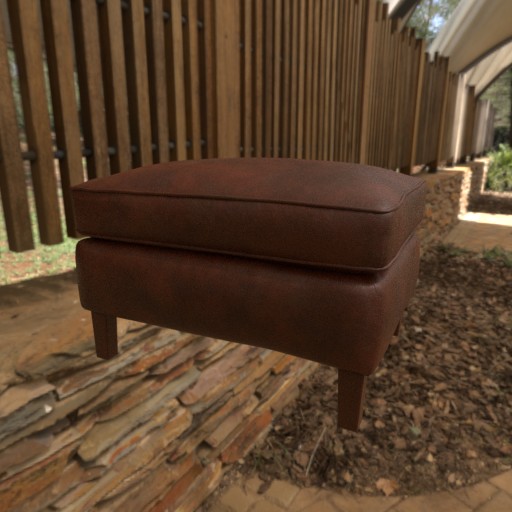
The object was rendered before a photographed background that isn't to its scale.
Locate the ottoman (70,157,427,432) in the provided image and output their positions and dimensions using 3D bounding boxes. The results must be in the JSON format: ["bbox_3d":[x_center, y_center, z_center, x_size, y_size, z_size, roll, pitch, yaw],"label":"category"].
[{"bbox_3d":[0.000,0.000,1.001,0.665,0.432,0.501,8,17,25],"label":"ottoman"}]
